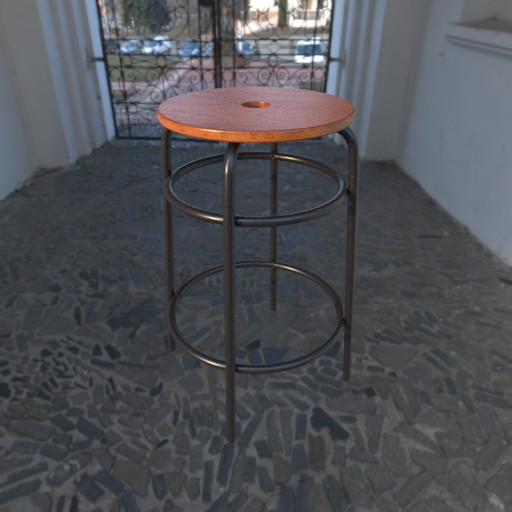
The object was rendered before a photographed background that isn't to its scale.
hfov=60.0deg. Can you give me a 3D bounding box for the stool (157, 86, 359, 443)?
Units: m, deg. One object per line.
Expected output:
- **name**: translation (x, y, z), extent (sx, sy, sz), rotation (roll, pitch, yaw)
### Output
- **stool**: translation (0.000, 0.000, 0.922), extent (0.455, 0.610, 0.455), rotation (7, 32, 11)
